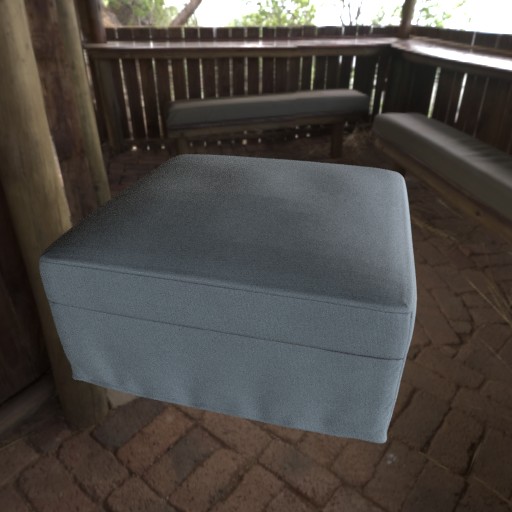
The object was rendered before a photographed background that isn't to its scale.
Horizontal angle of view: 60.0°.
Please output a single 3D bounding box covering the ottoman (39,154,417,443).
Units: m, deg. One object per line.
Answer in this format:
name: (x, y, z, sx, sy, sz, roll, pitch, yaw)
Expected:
ottoman: (0.000, 0.000, 1.327, 0.843, 0.441, 0.842, 7, 30, 13)
